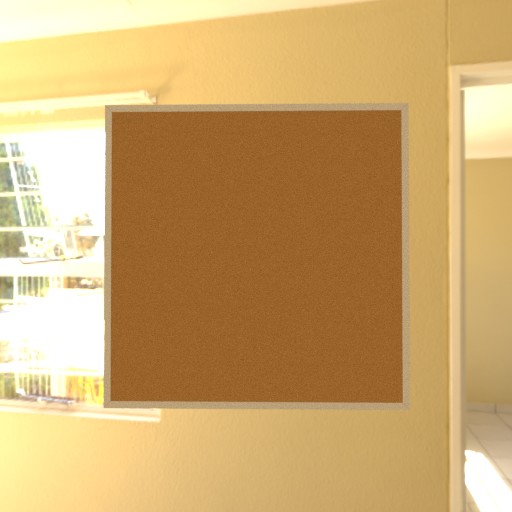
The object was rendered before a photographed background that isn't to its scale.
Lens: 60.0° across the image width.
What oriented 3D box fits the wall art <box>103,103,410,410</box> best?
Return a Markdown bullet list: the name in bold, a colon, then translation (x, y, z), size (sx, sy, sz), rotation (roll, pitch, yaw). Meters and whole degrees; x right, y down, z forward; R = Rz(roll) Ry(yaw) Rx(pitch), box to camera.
- **wall art**: translation (0.000, 0.000, 0.454), size (0.304, 0.304, 0.024), rotation (0, -1, 1)
